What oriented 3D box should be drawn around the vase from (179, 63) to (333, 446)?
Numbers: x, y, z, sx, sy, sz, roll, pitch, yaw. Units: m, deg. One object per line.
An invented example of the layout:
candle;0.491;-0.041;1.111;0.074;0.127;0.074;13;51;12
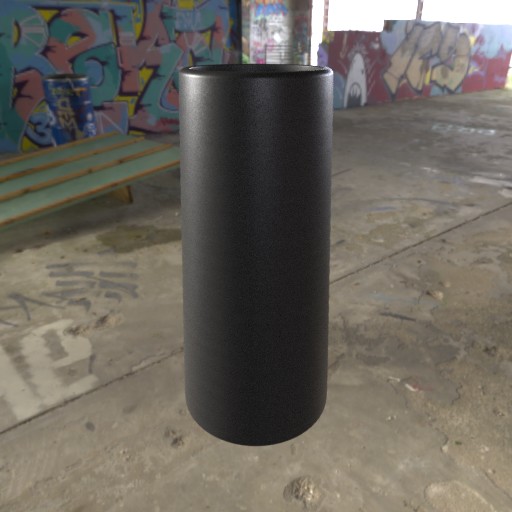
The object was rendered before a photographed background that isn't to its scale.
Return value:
vase;0.000;0.000;0.369;0.136;0.289;0.136;-8;27;-16
